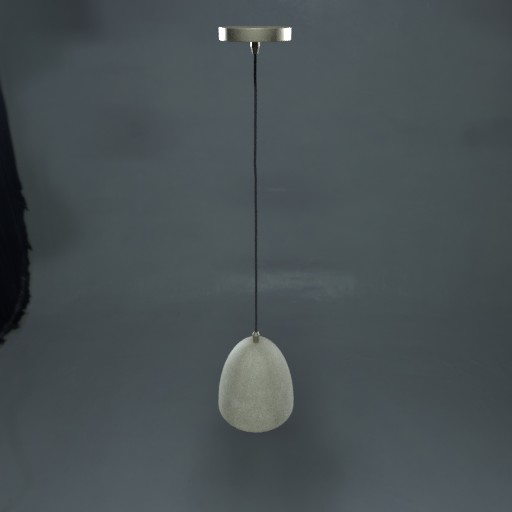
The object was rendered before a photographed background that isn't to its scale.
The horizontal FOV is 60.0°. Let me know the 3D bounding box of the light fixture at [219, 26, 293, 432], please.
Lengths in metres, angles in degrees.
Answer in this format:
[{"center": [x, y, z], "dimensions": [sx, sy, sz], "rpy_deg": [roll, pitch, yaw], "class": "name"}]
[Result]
[{"center": [0.000, 0.000, 0.827], "dimensions": [0.170, 0.759, 0.170], "rpy_deg": [1, 29, 2], "class": "light fixture"}]
